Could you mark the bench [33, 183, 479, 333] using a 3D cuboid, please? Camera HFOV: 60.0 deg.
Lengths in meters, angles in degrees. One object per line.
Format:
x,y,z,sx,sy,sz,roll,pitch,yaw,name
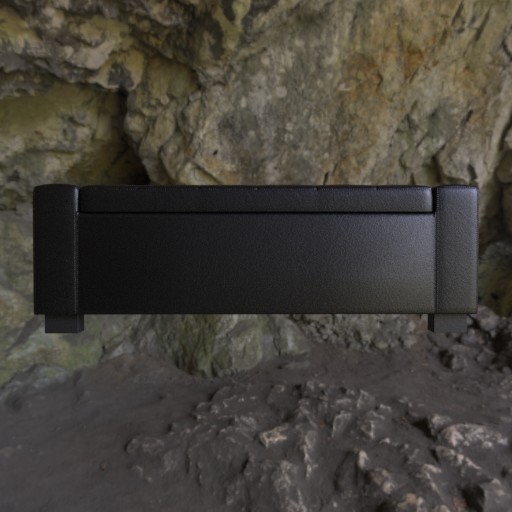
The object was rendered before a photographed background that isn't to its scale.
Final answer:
0.000,0.000,1.528,1.296,0.445,0.508,0,1,-1,bench
